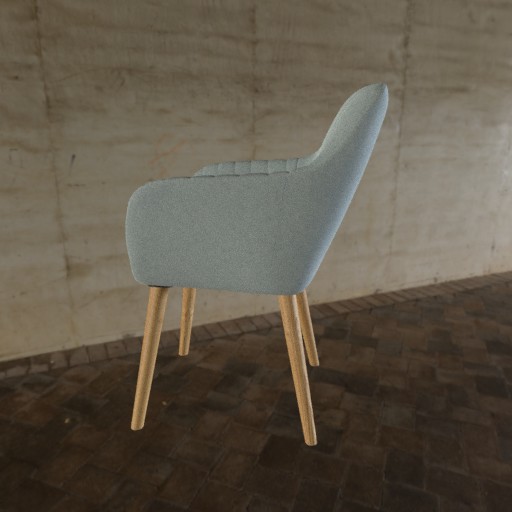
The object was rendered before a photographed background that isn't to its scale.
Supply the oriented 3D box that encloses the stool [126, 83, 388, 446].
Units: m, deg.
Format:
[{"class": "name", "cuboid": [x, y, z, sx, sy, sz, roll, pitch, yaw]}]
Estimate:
[{"class": "stool", "cuboid": [0.000, 0.000, 1.168, 0.590, 0.830, 0.503, 2, 16, 8]}]
